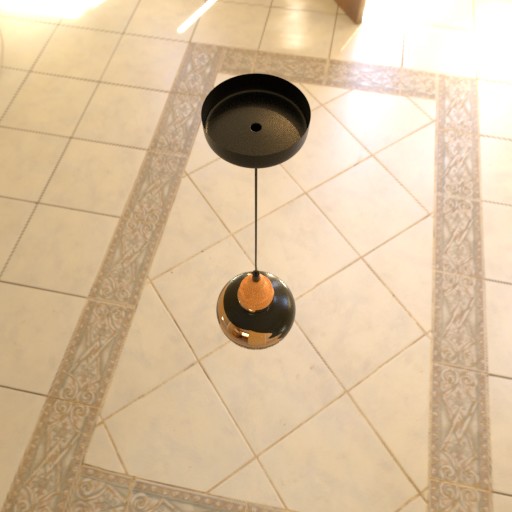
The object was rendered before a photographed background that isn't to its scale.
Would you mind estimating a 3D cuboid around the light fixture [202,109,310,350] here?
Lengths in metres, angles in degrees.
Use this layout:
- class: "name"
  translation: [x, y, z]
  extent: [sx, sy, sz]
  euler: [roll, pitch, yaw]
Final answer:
- class: "light fixture"
  translation: [0.000, 0.000, 1.829]
  extent: [0.430, 1.606, 0.430]
  euler: [2, 63, 1]
